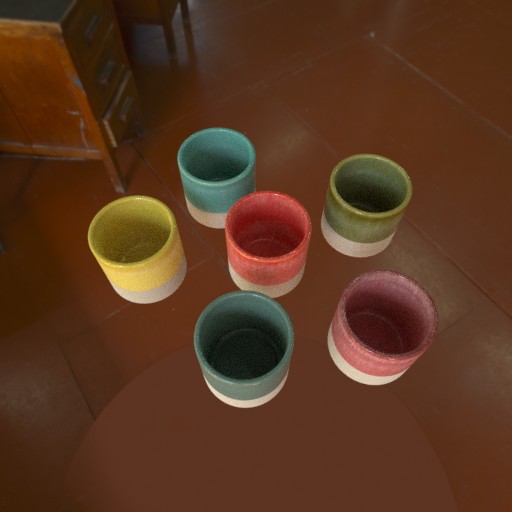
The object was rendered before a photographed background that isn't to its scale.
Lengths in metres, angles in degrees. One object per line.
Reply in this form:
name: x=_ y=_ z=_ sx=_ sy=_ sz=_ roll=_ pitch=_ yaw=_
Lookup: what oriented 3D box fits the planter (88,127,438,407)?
planter: x=0.000 y=0.000 z=0.408 sx=0.286 sy=0.075 sz=0.257 roll=0 pitch=59 yaw=0
